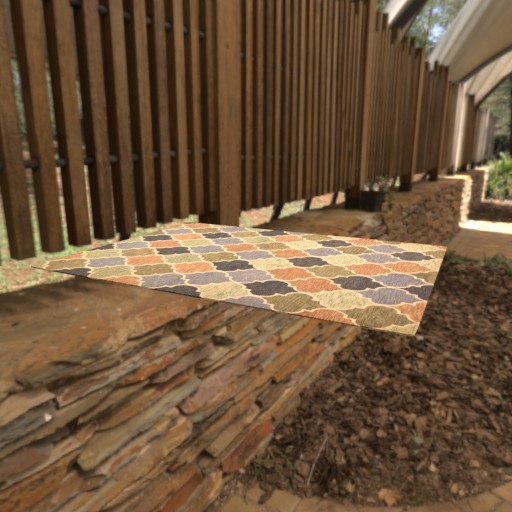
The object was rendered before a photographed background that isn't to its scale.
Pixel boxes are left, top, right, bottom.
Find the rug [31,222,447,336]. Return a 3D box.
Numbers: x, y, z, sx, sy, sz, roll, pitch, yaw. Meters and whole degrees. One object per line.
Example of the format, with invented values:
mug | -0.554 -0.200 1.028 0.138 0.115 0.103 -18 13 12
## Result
rug | 0.000 0.000 4.223 3.200 0.013 2.439 7 16 26
